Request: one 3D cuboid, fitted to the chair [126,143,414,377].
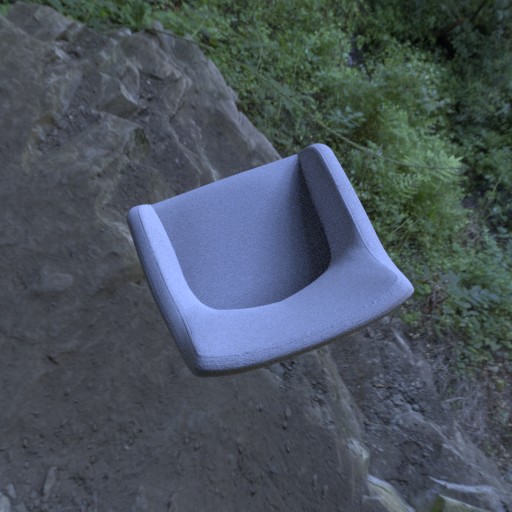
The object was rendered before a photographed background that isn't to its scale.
[{"bbox_3d":[0.000,0.000,1.282,0.609,0.889,0.600,-20,77,-5],"label":"chair"}]
